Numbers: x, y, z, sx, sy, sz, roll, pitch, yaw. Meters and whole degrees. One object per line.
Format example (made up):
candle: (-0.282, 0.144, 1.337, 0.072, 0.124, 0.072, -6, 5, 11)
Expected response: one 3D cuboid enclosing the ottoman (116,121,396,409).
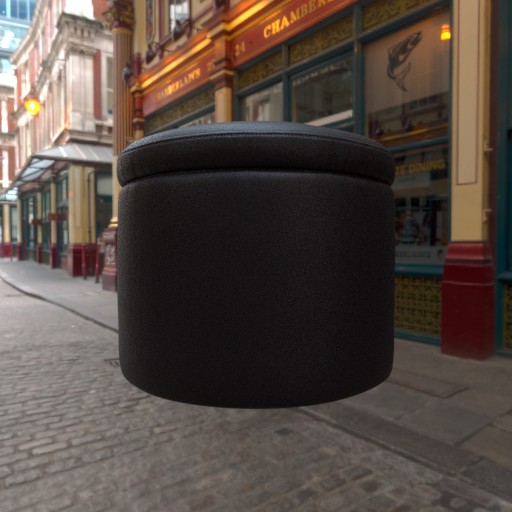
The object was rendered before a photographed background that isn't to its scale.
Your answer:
ottoman: (0.000, 0.000, 0.837, 0.501, 0.409, 0.501, 0, 1, 0)
